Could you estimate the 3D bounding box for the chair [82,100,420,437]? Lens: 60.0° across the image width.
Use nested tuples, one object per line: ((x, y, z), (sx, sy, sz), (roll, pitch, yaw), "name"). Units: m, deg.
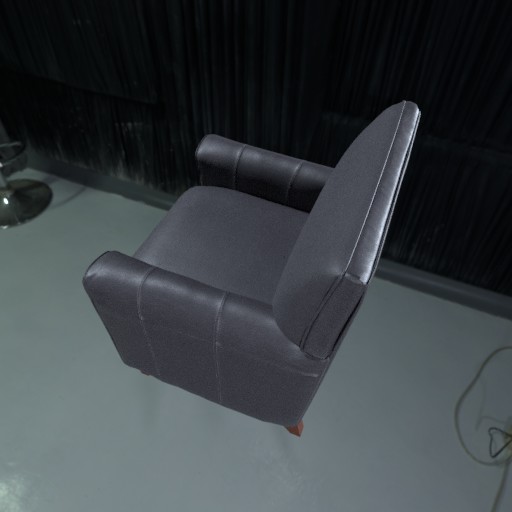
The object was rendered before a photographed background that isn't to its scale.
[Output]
((0.000, 0.000, 1.584), (0.825, 0.943, 0.870), (16, 48, 15), "chair")
